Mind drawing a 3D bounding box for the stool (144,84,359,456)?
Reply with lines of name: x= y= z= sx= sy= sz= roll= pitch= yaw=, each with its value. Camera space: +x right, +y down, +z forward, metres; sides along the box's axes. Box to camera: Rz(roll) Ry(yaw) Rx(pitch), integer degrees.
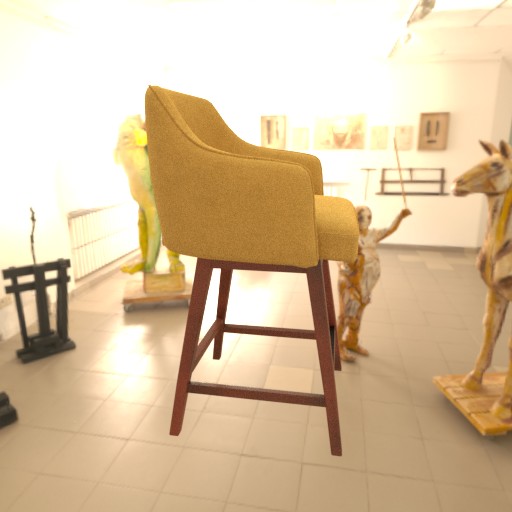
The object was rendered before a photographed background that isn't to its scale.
stool: x=0.000 y=0.000 z=1.289 sx=0.558 sy=0.924 sz=0.548 roll=3 pitch=15 yaw=10
